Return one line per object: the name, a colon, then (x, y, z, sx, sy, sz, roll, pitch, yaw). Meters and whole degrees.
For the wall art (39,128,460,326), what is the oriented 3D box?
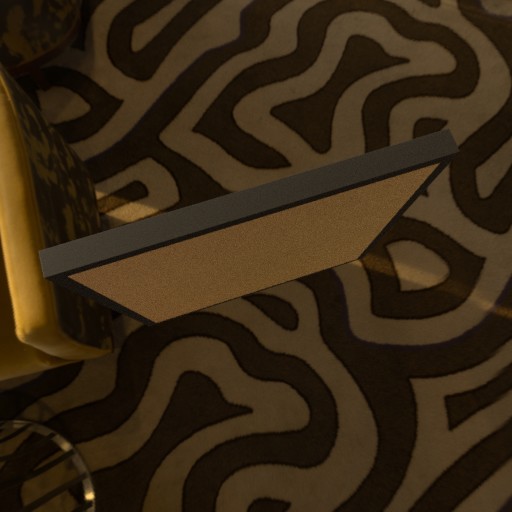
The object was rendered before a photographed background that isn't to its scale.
wall art: (0.000, 0.000, 0.764, 0.508, 0.507, 0.033, -17, 76, -5)
